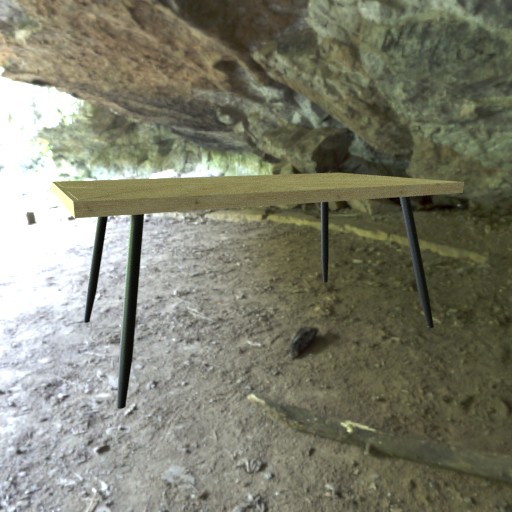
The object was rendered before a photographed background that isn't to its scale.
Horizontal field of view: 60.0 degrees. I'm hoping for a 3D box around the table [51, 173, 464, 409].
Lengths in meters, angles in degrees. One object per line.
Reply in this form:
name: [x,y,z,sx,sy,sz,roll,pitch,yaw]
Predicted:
table: [0.000,0.000,2.300,1.803,0.762,0.991,-7,15,-27]
